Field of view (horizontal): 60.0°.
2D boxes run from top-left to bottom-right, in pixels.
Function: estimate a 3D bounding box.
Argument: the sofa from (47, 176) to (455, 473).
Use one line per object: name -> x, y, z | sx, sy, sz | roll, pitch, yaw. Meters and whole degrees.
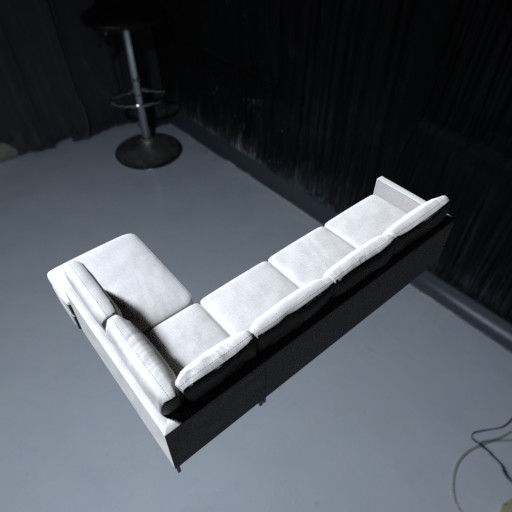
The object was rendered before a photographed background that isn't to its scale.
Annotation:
sofa -> 0.000, 0.000, 4.289 | 3.331, 0.964, 2.077 | -31, 54, -26
